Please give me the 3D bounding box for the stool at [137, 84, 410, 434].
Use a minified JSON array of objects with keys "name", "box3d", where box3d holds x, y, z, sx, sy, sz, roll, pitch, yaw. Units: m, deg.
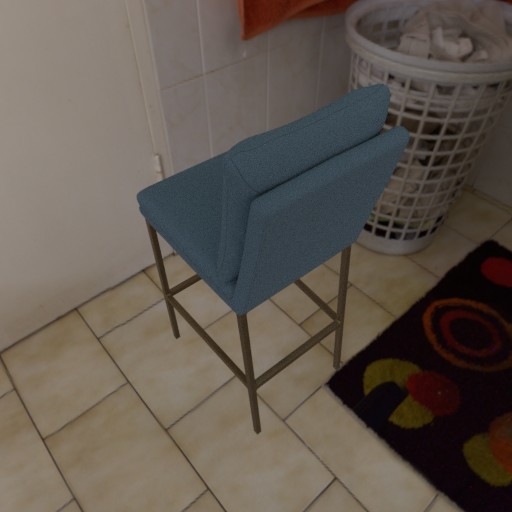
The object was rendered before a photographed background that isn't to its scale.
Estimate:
[{"name":"stool","box3d":[0.000,0.000,1.382,0.463,1.124,0.568,-31,54,-25]}]
